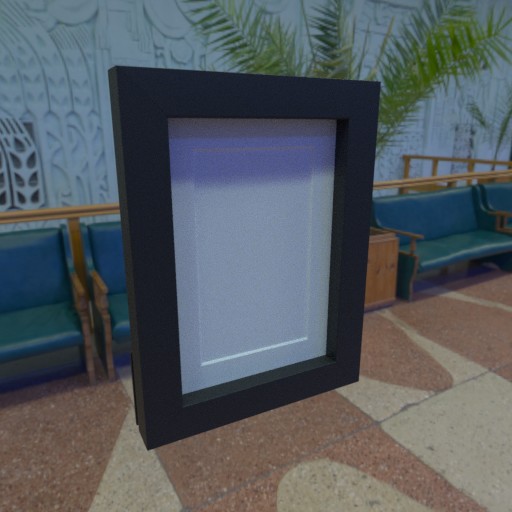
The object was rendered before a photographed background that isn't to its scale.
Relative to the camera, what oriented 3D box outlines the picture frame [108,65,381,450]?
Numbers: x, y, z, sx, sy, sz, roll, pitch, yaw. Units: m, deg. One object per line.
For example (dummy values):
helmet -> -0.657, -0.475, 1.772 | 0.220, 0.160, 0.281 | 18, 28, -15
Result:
picture frame -> 0.000, 0.000, 0.276 | 0.157, 0.208, 0.028 | -8, 18, -27
